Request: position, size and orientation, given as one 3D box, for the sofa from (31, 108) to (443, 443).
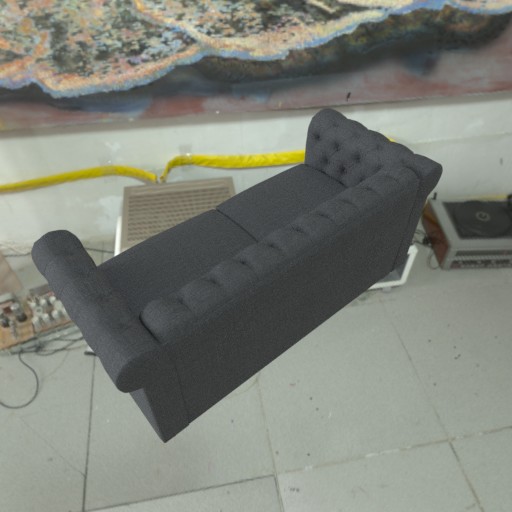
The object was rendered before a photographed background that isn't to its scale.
[{"bbox_3d":[0.000,0.000,2.236,1.798,0.797,0.783,-31,54,-26],"label":"sofa"}]
